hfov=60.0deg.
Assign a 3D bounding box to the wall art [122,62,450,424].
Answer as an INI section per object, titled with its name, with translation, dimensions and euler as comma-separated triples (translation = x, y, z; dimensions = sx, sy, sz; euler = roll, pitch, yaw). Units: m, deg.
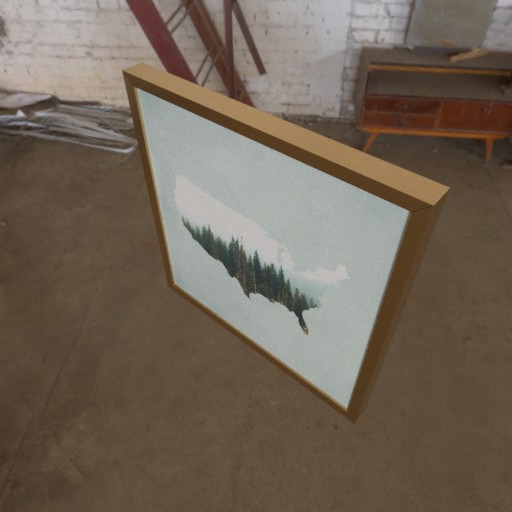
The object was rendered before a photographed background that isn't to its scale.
[wall art]
translation = 0.000, 0.000, 0.757
dimensions = 0.509, 0.509, 0.040
euler = 31, 53, 27
